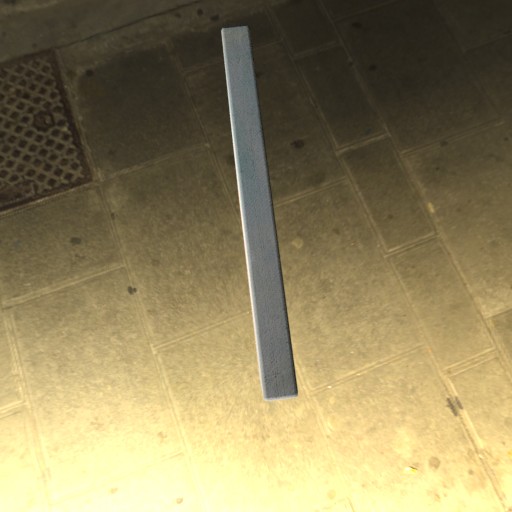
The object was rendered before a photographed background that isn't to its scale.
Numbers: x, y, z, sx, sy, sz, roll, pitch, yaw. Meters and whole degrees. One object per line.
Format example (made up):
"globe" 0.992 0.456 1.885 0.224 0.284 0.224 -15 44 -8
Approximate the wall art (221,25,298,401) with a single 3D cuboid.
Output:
"wall art" 0.000 0.000 0.788 0.035 0.605 0.443 -6 77 -2
